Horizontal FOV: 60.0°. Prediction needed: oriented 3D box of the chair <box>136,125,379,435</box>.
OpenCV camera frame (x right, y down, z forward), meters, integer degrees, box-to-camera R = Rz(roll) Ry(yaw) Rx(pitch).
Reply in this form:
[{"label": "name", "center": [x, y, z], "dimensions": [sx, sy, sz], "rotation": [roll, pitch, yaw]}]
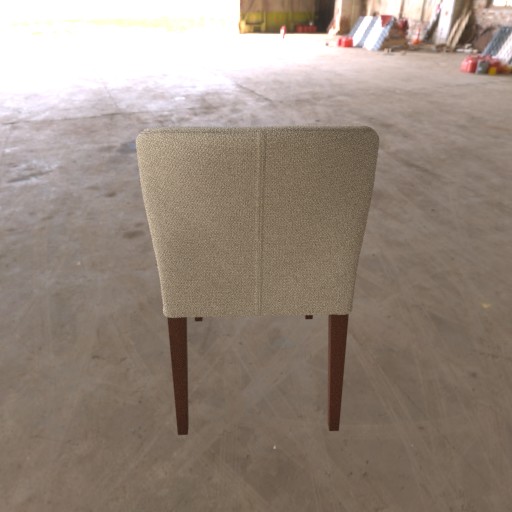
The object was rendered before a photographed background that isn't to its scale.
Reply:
[{"label": "chair", "center": [0.000, 0.000, 1.211], "dimensions": [0.491, 0.839, 0.589], "rotation": [-1, 31, -1]}]
